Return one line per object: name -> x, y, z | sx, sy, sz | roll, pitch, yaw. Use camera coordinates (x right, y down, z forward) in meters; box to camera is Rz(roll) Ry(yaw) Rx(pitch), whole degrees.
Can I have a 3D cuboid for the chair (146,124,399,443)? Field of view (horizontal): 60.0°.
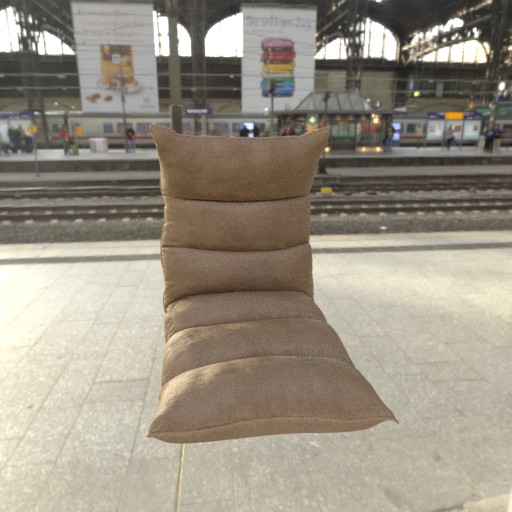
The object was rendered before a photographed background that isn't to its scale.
chair -> 0.000, 0.000, 1.549 | 0.714, 0.892, 0.985 | -2, 16, -8
